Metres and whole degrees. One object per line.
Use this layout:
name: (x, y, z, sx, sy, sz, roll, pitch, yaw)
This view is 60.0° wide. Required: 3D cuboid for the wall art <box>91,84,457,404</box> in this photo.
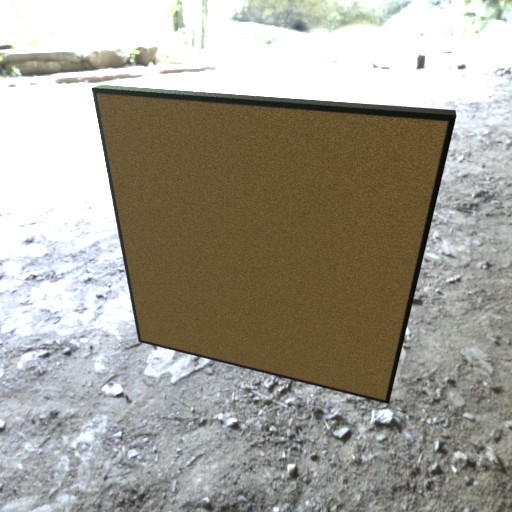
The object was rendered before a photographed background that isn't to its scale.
wall art: (0.000, 0.000, 0.742, 0.513, 0.511, 0.028, 10, 33, 16)
